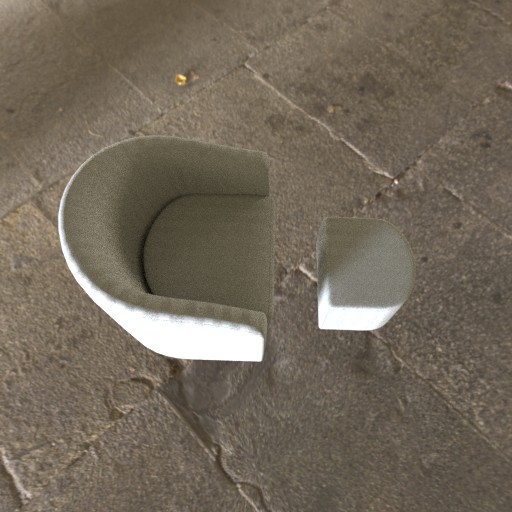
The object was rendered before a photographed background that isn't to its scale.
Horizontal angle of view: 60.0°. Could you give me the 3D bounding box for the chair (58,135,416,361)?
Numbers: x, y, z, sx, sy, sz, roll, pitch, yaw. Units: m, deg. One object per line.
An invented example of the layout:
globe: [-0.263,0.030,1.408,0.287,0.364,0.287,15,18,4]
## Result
chair: [0.000,0.000,1.772,1.288,0.757,0.756,2,64,1]
